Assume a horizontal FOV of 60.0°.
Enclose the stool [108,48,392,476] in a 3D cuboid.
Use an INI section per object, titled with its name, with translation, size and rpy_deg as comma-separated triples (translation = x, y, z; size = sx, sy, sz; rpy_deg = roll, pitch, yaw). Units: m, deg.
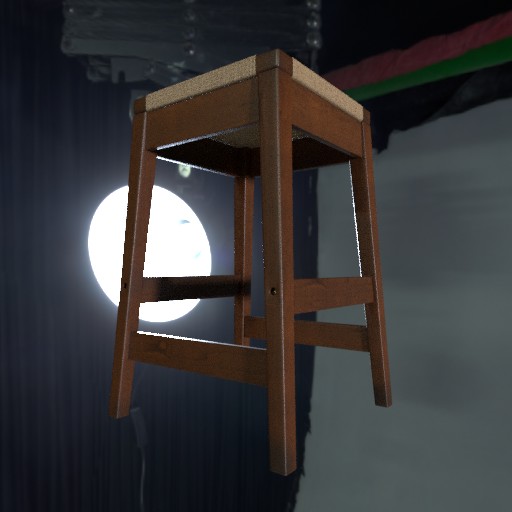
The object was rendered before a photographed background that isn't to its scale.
[stool]
translation = 0.000, 0.000, 1.108
size = 0.507, 0.762, 0.497
rpy_deg = -1, -2, 37
